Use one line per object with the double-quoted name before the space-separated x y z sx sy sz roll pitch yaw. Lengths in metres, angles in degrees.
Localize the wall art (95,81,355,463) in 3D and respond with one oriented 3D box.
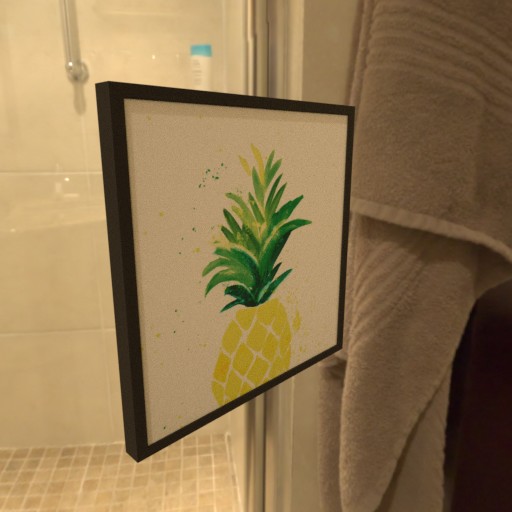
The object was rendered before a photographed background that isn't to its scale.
"wall art" 0.000 0.000 0.750 0.033 0.507 0.508 14 20 43
